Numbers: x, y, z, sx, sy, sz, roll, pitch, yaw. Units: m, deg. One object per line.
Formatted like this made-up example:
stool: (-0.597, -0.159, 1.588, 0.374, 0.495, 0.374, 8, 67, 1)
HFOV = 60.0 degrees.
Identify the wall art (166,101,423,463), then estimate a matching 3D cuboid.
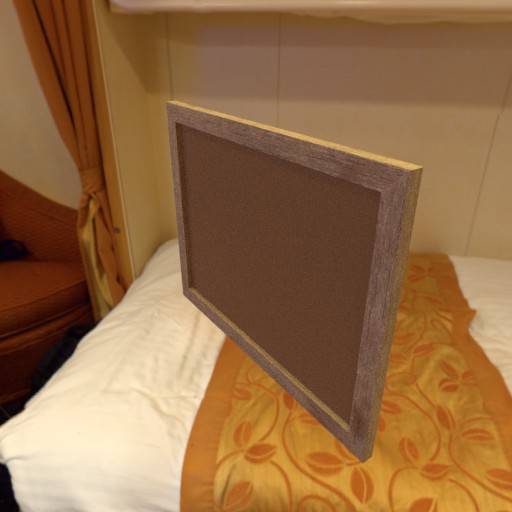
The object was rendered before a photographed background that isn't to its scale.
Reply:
wall art: (0.000, 0.000, 0.922, 0.026, 0.535, 0.690, -18, 32, -31)
